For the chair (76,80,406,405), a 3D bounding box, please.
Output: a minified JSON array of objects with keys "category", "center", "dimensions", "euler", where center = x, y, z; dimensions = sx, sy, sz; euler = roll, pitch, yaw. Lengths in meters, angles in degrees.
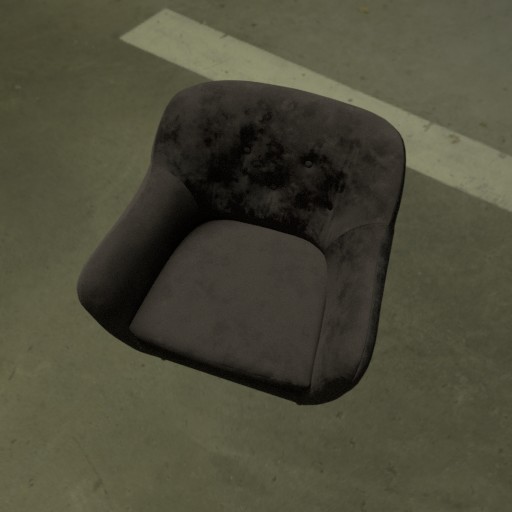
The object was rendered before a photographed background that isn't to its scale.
[{"category":"chair","center":[0.000,0.000,1.521],"dimensions":[0.840,0.807,0.819],"euler":[15,58,10]}]
